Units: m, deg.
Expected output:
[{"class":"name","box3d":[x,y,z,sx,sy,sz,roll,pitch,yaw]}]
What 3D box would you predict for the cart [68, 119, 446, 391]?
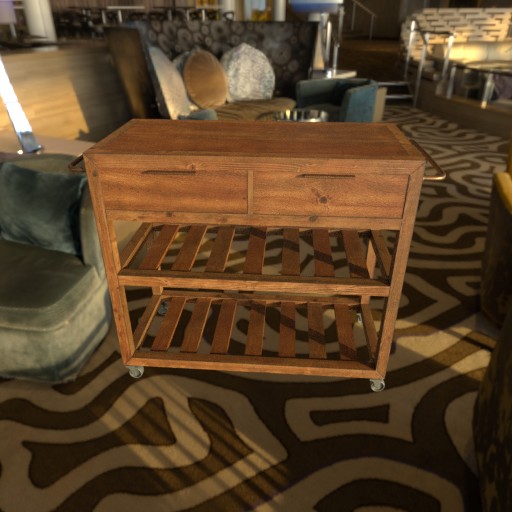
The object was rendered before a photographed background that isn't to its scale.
[{"class":"cart","box3d":[0.000,0.000,1.553,1.065,0.830,0.445,2,29,4]}]
